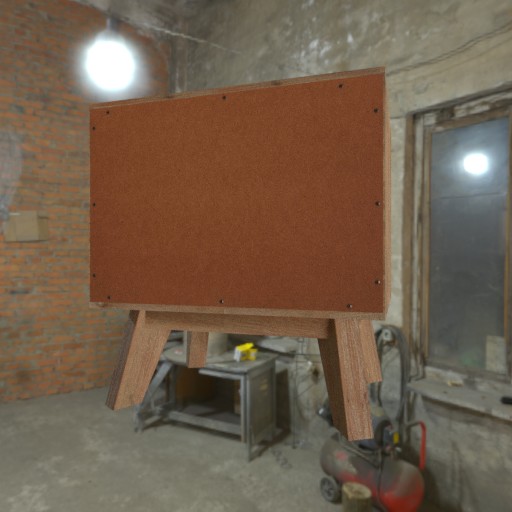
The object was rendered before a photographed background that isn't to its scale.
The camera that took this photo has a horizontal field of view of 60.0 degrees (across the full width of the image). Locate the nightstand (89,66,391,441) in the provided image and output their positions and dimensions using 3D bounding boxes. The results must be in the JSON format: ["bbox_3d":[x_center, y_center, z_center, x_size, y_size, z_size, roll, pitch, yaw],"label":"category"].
[{"bbox_3d":[0.000,0.000,0.961,0.552,0.589,0.396,0,0,18],"label":"nightstand"}]
